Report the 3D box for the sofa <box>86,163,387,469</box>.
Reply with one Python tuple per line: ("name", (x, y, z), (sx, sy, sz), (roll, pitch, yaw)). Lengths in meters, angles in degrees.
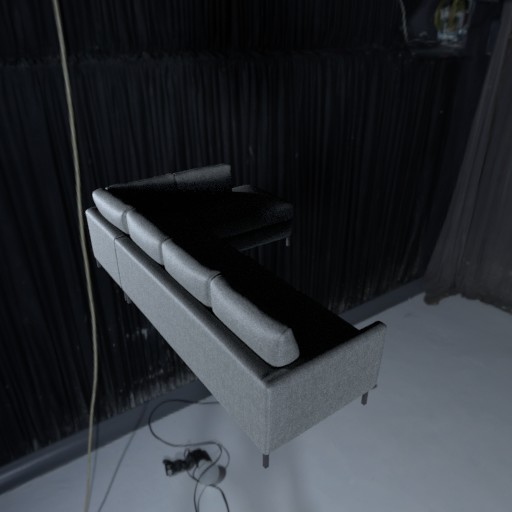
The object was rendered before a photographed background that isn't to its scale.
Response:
("sofa", (0.000, 0.000, 3.805), (1.984, 0.858, 2.972), (-18, 33, -31))
